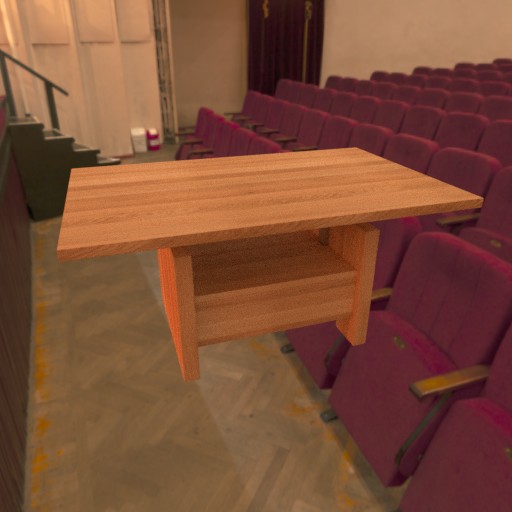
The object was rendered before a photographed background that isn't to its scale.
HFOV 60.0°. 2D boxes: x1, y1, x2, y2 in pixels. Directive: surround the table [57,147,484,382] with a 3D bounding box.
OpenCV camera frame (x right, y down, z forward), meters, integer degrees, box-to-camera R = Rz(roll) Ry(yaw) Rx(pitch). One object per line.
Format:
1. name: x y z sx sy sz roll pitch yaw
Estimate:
1. table: 0.000 0.000 1.483 1.100 0.510 0.700 -8 27 -16
